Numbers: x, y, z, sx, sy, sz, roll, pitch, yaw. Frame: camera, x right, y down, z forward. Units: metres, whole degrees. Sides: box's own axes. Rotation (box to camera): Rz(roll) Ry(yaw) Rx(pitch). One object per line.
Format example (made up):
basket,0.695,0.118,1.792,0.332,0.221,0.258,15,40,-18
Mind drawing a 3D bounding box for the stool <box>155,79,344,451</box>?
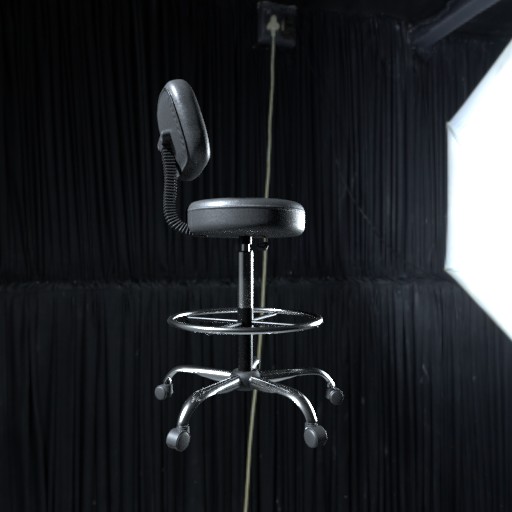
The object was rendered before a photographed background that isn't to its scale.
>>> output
stool,0.000,0.000,1.526,0.658,1.069,0.694,0,0,-17
